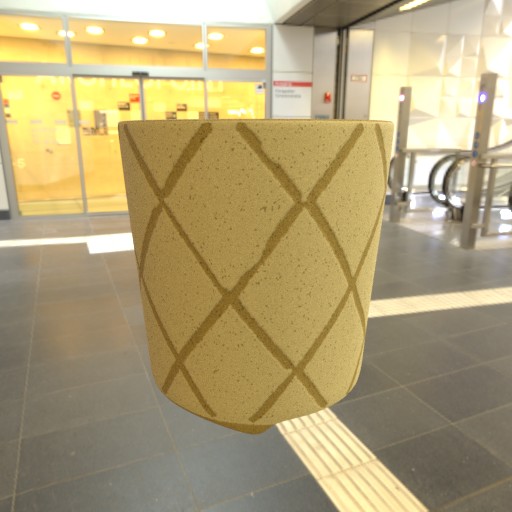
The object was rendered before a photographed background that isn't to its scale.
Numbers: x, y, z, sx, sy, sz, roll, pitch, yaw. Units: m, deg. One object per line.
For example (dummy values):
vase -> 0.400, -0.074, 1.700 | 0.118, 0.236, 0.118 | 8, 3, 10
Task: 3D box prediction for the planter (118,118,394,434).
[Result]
planter -> 0.000, 0.000, 0.345 | 0.191, 0.199, 0.191 | 0, 16, 0
